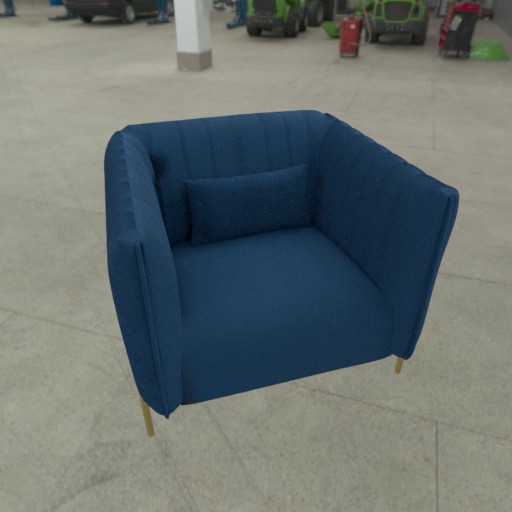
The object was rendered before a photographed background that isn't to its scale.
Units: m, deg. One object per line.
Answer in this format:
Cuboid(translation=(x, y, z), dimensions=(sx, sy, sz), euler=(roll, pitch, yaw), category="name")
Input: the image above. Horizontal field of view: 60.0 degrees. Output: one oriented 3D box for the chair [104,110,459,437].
Cuboid(translation=(0.000, 0.000, 1.577), dimensions=(0.947, 0.793, 0.877), euler=(-9, 34, -14), category="chair")
